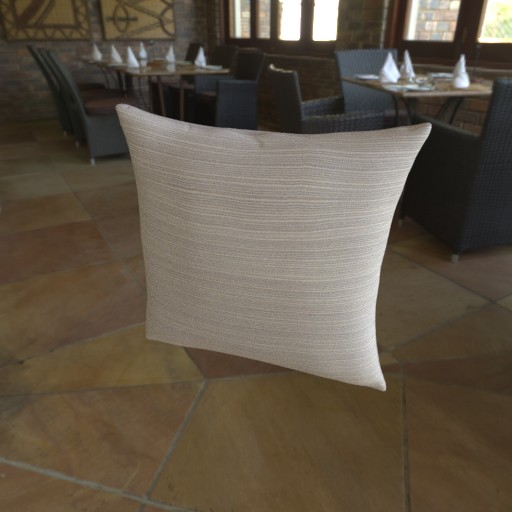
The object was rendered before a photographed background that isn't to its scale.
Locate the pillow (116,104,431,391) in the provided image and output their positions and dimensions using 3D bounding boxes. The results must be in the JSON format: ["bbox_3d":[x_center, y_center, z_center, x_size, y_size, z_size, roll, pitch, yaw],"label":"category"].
[{"bbox_3d":[0.000,0.000,0.793,0.512,0.497,0.204,8,28,16],"label":"pillow"}]
